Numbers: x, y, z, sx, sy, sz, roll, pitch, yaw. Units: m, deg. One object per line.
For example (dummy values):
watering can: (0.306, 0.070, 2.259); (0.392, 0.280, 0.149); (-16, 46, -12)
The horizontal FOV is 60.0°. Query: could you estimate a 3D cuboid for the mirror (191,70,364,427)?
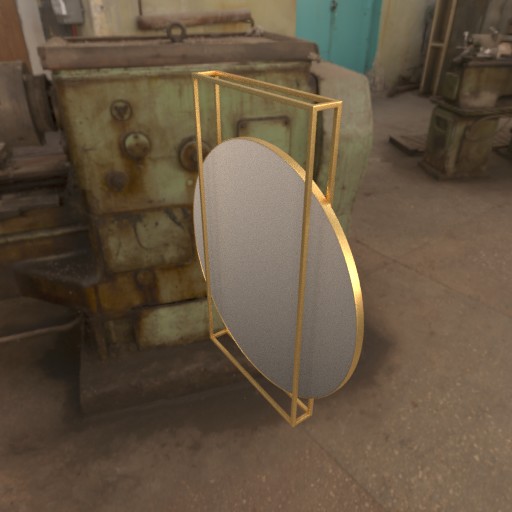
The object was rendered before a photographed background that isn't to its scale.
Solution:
mirror: (0.000, 0.000, 0.825); (0.051, 0.603, 0.508); (-20, 36, -30)
